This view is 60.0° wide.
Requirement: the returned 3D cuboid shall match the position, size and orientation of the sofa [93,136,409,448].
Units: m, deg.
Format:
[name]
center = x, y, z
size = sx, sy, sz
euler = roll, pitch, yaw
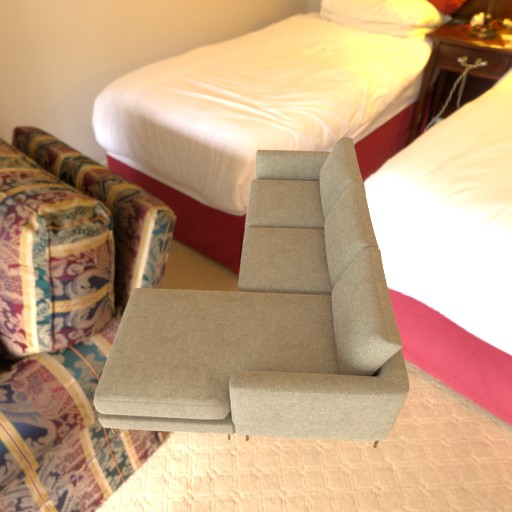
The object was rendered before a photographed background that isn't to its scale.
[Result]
[sofa]
center = 0.000, 0.000, 3.159
size = 1.626, 0.864, 2.438
euler = 2, 41, 2
